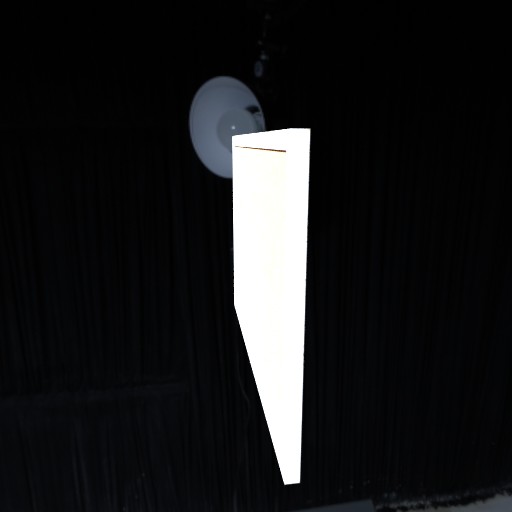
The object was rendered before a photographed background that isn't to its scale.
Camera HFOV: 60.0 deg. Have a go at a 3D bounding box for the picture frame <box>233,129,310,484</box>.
[{"bbox_3d":[0.000,0.000,1.207,0.029,0.640,0.950,-2,15,-8],"label":"picture frame"}]
